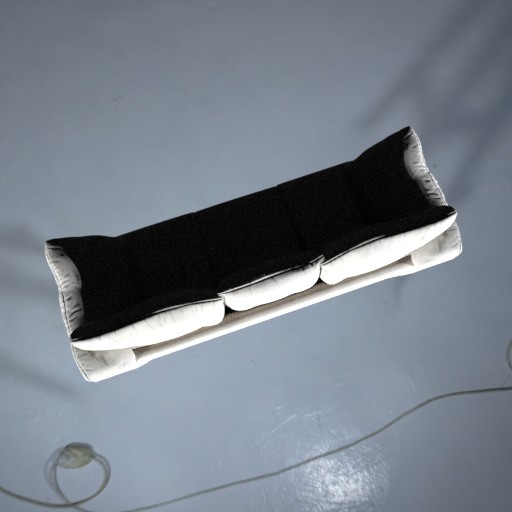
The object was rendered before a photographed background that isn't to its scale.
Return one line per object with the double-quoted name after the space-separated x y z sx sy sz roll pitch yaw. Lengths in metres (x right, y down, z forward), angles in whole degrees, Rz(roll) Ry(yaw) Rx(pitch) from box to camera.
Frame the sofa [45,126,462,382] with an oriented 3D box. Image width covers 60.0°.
0.000 0.000 2.827 2.334 0.996 0.878 -18 77 -4 "sofa"
